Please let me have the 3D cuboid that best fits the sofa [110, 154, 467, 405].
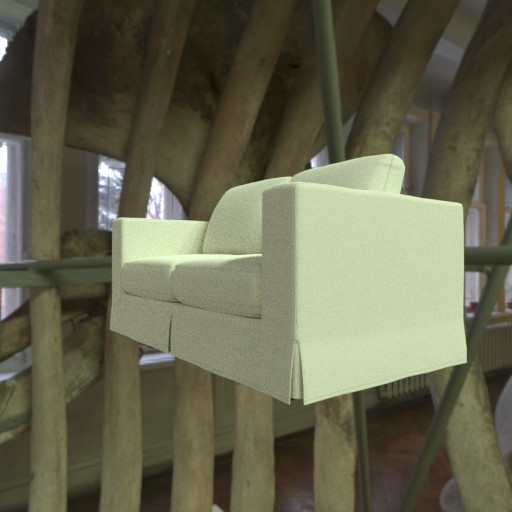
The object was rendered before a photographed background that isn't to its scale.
[{"bbox_3d":[0.000,0.000,2.383,1.009,0.932,1.813,0,0,-36],"label":"sofa"}]
